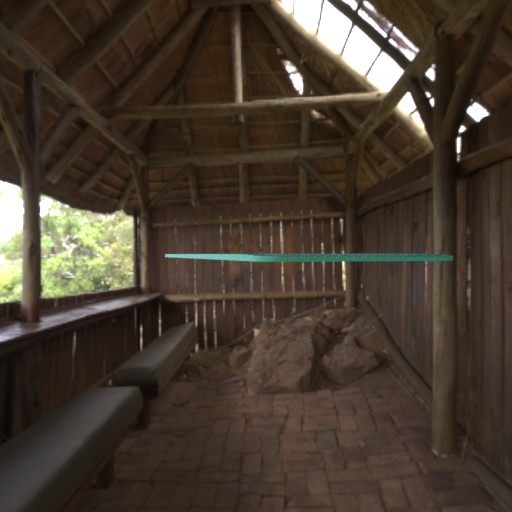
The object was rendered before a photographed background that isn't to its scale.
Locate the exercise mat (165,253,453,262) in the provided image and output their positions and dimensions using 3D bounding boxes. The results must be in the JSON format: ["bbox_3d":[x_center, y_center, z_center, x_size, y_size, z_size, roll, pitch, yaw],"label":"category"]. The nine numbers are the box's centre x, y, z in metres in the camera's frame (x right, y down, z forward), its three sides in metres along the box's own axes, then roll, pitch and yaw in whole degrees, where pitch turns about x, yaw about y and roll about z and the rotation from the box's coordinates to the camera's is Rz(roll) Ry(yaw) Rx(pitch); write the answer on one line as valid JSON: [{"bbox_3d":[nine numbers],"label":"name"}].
[{"bbox_3d":[0.000,0.000,2.058,0.616,0.021,1.869,0,0,-19],"label":"exercise mat"}]
